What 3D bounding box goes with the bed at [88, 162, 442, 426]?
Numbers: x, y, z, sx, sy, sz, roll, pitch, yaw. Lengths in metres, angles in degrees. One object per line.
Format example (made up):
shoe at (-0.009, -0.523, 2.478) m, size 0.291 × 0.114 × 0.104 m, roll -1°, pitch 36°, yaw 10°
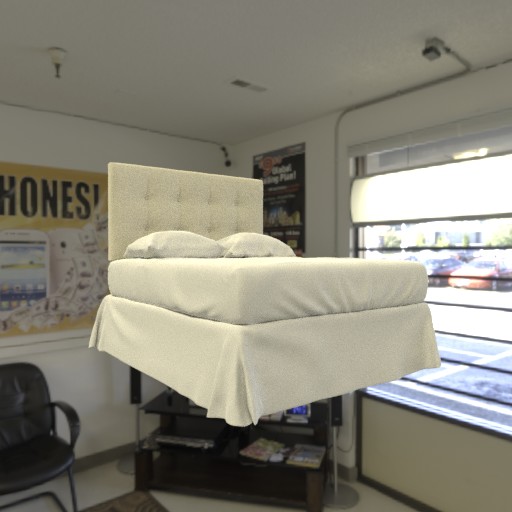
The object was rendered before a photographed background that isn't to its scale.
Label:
bed at (0.000, 0.000, 3.447) m, size 1.936 × 1.577 × 2.222 m, roll -1°, pitch 1°, yaw -37°
